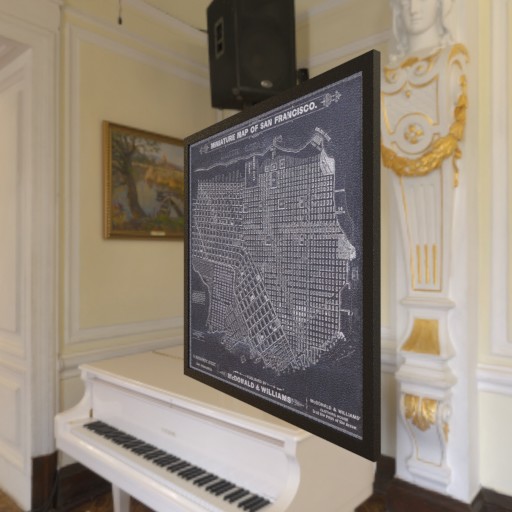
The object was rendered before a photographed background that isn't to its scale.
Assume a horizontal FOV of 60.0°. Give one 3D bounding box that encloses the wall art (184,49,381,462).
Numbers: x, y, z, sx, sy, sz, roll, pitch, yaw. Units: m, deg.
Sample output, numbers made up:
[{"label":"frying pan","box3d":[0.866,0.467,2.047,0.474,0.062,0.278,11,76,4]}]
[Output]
[{"label":"wall art","box3d":[0.000,0.000,1.197,0.022,0.807,0.807,0,0,-36]}]
